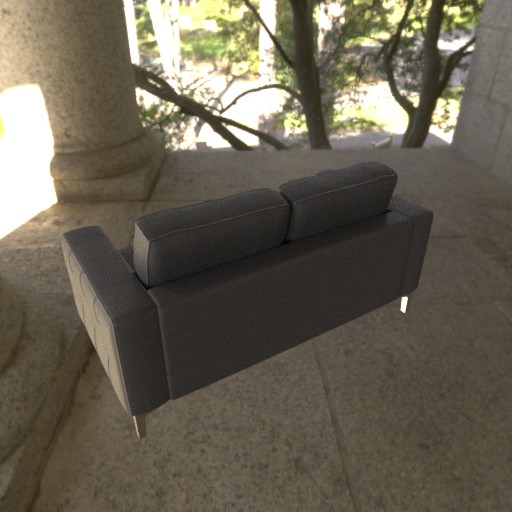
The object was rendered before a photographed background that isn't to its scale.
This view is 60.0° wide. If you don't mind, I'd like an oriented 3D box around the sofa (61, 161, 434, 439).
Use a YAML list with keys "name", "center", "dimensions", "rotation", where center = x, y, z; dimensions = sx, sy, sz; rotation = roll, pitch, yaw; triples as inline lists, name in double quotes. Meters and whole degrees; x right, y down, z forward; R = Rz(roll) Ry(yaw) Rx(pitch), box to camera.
- name: "sofa"
  center: [0.000, 0.000, 2.294]
  dimensions: [1.726, 0.892, 0.833]
  rotation: [-18, 35, -28]
